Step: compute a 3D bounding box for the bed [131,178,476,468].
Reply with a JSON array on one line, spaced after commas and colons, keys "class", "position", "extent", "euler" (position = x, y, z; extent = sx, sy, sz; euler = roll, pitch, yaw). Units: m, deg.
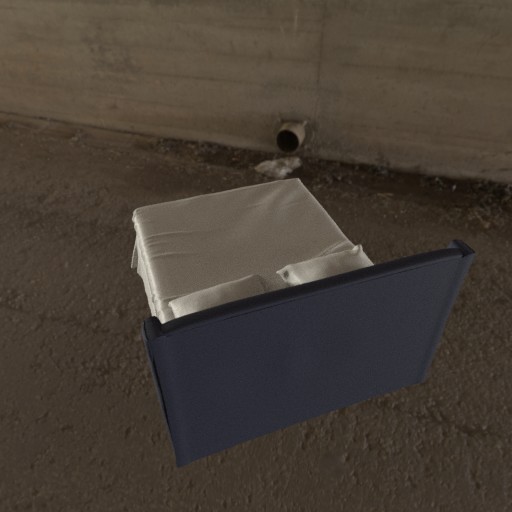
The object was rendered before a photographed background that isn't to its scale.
[{"class": "bed", "position": [0.000, 0.000, 3.523], "extent": [1.925, 1.332, 2.276], "euler": [-13, 42, -15]}]
